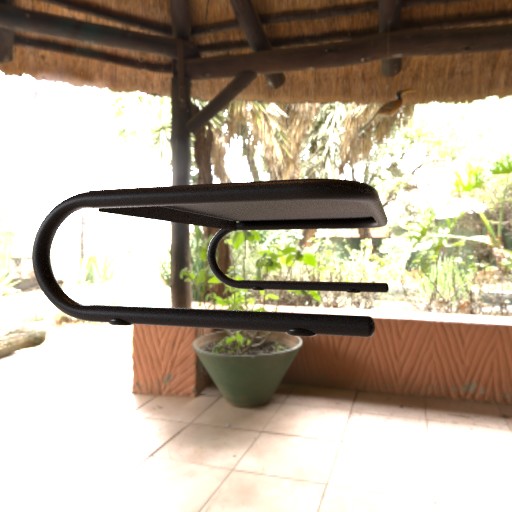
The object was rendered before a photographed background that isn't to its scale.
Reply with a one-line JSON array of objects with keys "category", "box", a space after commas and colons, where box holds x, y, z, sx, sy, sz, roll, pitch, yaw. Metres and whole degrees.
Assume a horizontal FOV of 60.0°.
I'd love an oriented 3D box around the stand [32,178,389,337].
[{"category": "stand", "box": [0.000, 0.000, 0.502, 0.280, 0.108, 0.370, 0, 0, 18]}]
